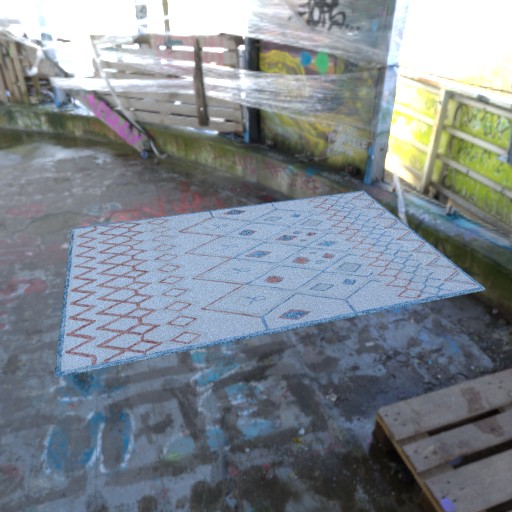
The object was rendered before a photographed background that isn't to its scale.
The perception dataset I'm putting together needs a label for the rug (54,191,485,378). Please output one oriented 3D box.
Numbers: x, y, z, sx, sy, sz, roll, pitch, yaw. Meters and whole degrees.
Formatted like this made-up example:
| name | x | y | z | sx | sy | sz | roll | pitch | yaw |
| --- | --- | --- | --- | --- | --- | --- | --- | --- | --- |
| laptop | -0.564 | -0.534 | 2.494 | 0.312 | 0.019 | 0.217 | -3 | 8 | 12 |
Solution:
| name | x | y | z | sx | sy | sz | roll | pitch | yaw |
| --- | --- | --- | --- | --- | --- | --- | --- | --- | --- |
| rug | 0.000 | 0.000 | 2.998 | 2.438 | 0.015 | 1.524 | -9 | 33 | -14 |
